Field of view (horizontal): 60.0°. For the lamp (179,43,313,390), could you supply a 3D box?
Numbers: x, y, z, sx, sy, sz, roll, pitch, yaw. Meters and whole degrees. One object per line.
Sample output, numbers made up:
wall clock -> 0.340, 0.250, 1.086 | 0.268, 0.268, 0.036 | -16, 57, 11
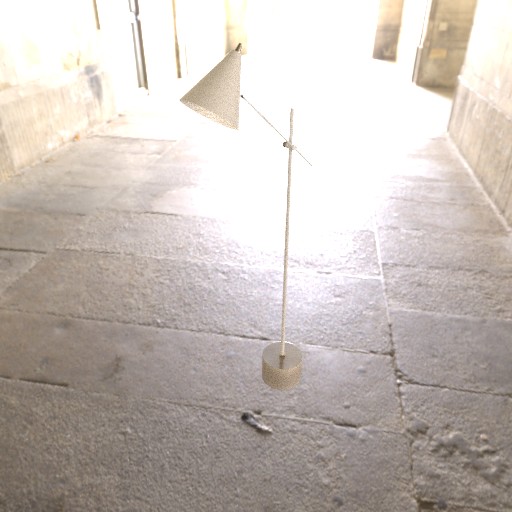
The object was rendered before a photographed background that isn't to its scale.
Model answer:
lamp -> 0.000, 0.000, 1.636 | 0.508, 1.430, 0.223 | -20, 36, -30
